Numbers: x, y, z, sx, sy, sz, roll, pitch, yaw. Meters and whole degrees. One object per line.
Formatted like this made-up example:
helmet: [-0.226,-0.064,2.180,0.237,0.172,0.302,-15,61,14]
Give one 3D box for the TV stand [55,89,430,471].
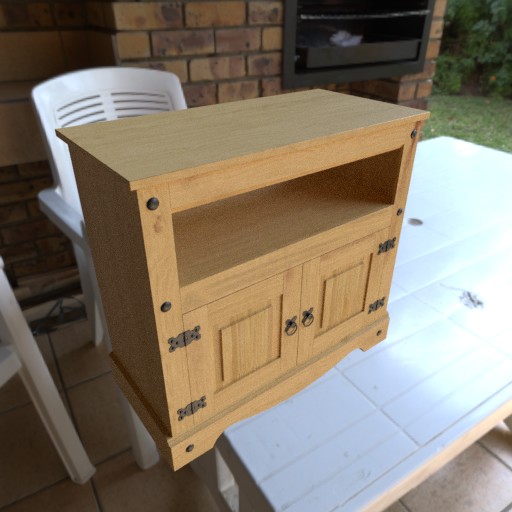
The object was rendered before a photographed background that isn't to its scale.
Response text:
TV stand: [0.000,0.000,1.305,0.851,0.787,0.430,-21,36,-31]
